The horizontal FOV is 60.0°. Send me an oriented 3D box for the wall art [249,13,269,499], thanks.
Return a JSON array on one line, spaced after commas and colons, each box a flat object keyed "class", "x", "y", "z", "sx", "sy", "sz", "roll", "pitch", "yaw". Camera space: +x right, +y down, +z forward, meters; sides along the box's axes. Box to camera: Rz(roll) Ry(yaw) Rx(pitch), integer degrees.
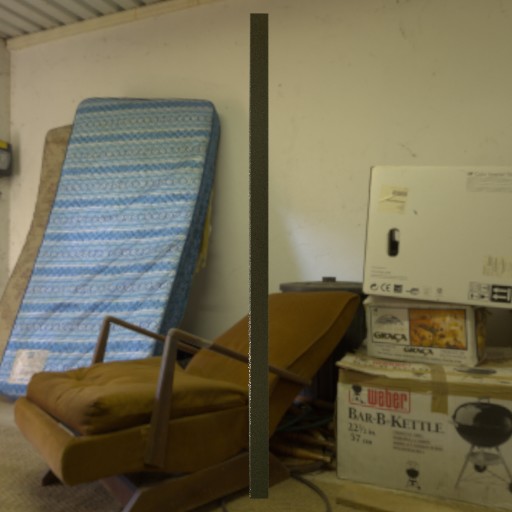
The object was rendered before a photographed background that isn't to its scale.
[{"class": "wall art", "x": 0.000, "y": 0.000, "z": 1.372, "sx": 0.041, "sy": 1.062, "sz": 0.803, "roll": 0, "pitch": 0, "yaw": -1}]
